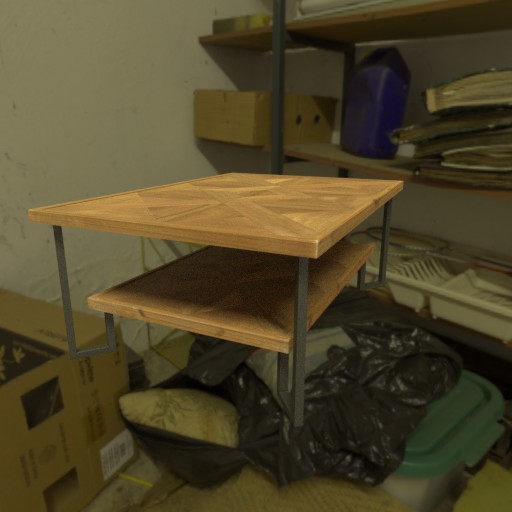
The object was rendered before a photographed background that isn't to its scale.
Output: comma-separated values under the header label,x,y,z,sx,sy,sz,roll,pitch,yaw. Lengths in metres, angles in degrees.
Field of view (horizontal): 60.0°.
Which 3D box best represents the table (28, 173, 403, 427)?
label,x,y,z,sx,sy,sz,roll,pitch,yaw
table,0.000,0.000,1.705,0.877,0.492,1.238,8,18,25
